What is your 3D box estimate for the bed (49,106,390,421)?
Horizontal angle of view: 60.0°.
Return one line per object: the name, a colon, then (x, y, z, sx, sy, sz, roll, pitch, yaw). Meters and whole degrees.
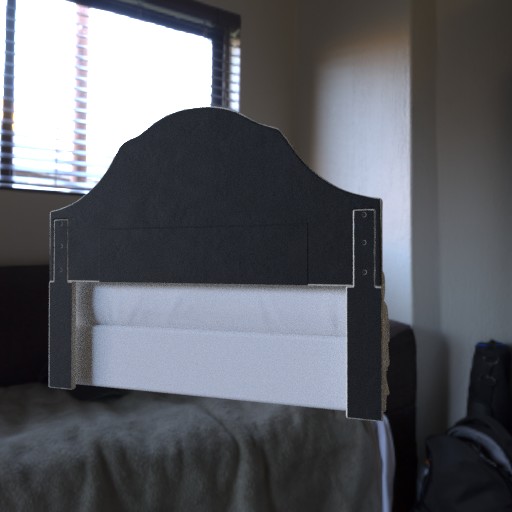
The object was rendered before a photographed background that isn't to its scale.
bed: (0.000, 0.000, 3.468, 2.008, 1.615, 2.214, 0, -1, 17)
